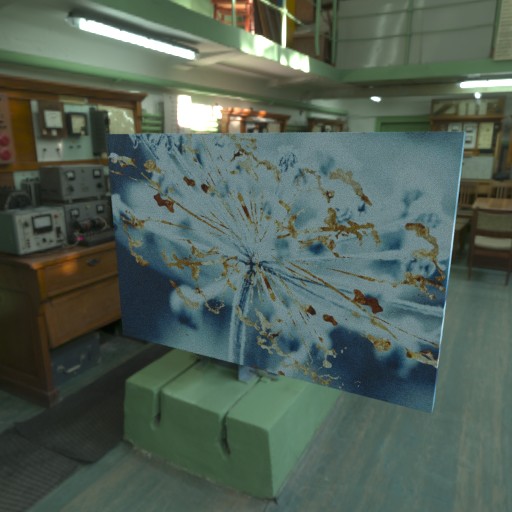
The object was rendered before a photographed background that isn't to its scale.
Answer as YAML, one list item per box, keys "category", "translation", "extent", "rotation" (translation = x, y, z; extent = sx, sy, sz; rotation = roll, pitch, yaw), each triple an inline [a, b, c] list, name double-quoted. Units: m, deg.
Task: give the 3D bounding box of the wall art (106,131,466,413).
- category: "wall art"
  translation: [0.000, 0.000, 0.759]
  extent: [0.607, 0.405, 0.036]
  rotation: [7, 17, 26]
